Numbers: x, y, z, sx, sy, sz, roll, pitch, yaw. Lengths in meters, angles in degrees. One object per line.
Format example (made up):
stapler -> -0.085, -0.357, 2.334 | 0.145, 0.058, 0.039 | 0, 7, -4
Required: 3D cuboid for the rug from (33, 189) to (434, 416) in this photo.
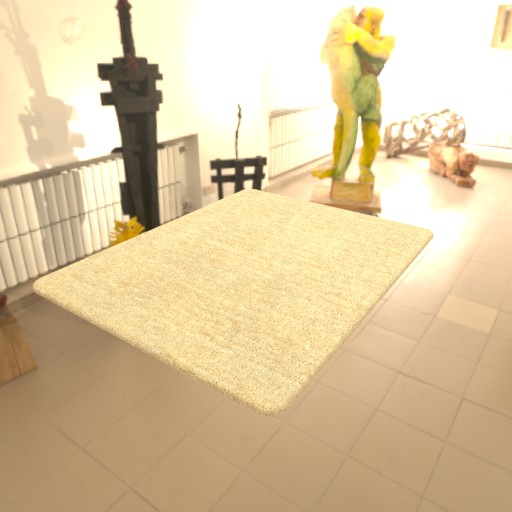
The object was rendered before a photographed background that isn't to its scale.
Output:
rug -> 0.000, 0.000, 3.396 | 2.009, 0.048, 2.528 | 18, 32, 31
